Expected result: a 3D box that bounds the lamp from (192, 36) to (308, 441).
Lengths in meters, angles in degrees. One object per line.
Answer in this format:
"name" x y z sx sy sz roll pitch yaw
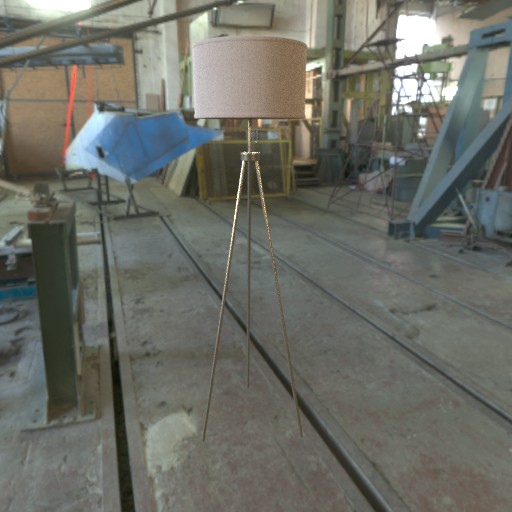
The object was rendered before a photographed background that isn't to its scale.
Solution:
"lamp" 0.000 0.000 1.783 0.460 1.545 0.449 8 18 24
